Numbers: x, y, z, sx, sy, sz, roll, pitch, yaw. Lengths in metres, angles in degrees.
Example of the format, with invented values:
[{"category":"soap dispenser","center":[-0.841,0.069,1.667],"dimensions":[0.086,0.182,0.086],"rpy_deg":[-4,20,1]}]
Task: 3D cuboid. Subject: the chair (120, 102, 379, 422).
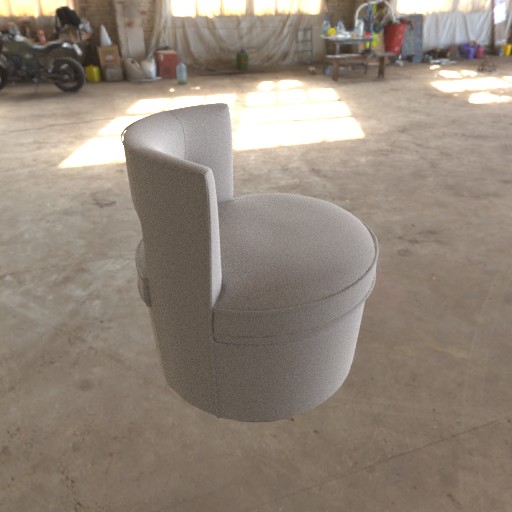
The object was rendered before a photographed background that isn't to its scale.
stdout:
[{"category":"chair","center":[0.000,0.000,1.248],"dimensions":[0.665,0.723,0.650],"rpy_deg":[0,31,0]}]
